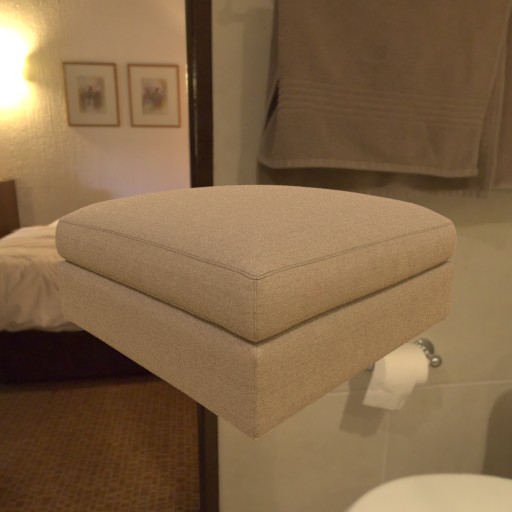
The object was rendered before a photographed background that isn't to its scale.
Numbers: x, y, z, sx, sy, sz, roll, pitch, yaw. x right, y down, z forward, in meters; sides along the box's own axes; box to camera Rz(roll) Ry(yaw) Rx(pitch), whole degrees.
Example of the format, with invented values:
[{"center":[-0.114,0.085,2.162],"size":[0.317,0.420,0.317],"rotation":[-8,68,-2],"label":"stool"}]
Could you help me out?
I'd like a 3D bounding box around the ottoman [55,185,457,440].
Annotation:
[{"center":[0.000,0.000,1.584],"size":[1.041,0.470,1.041],"rotation":[-14,19,-43],"label":"ottoman"}]
